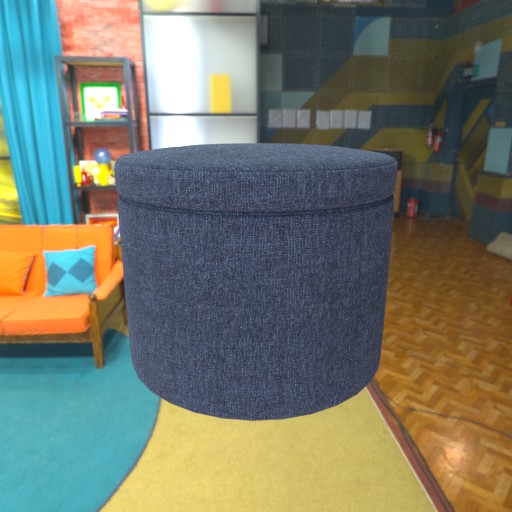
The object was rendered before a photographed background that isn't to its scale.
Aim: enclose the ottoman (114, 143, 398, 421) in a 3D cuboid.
[{"bbox_3d":[0.000,0.000,0.865,0.500,0.419,0.500,0,16,0],"label":"ottoman"}]
